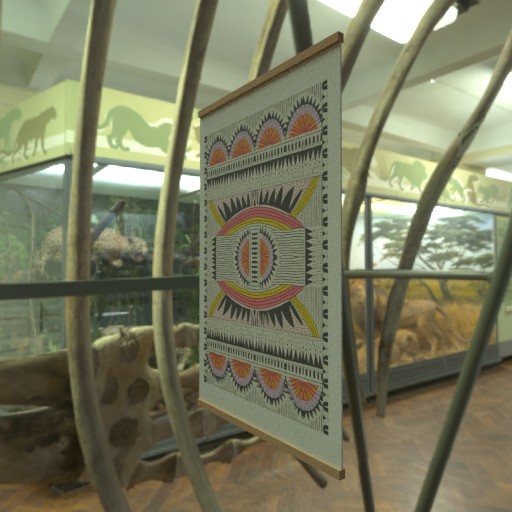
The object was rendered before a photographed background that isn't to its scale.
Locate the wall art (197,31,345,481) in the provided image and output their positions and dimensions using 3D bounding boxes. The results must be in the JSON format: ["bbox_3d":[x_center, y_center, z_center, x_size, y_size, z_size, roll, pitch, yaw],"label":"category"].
[{"bbox_3d":[0.000,0.000,1.923,0.028,1.533,0.999,1,-1,-36],"label":"wall art"}]
